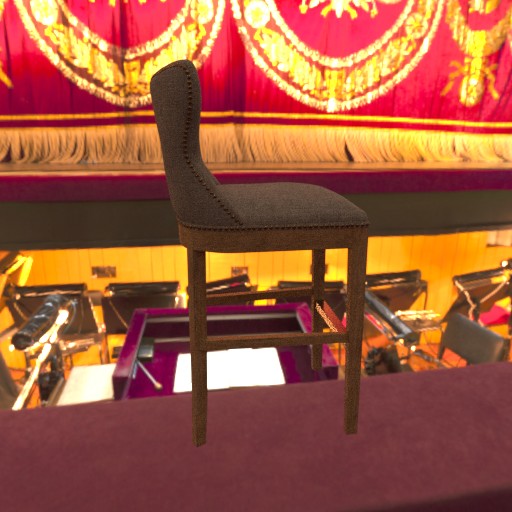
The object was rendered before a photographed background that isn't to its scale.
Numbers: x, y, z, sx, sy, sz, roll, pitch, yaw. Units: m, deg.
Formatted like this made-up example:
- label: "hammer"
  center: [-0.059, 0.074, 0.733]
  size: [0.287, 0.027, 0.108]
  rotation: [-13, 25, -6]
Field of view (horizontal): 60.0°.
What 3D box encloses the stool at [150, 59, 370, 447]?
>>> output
- label: "stool"
  center: [0.000, 0.000, 1.444]
  size: [0.606, 1.123, 0.494]
  rotation: [-3, 17, -8]
